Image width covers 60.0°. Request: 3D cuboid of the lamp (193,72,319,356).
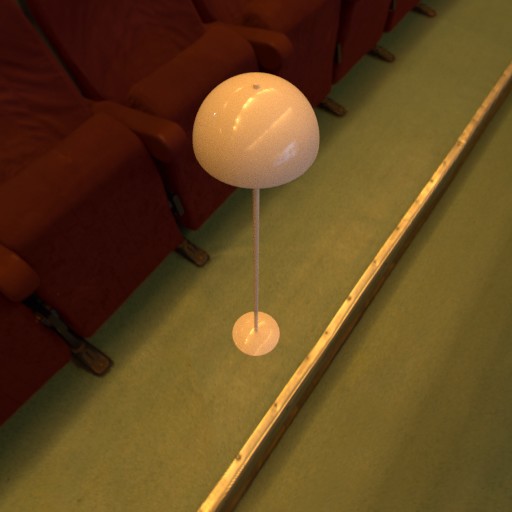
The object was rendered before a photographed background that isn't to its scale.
[{"bbox_3d":[0.000,0.000,1.636,0.328,1.480,0.328,32,63,18],"label":"lamp"}]
